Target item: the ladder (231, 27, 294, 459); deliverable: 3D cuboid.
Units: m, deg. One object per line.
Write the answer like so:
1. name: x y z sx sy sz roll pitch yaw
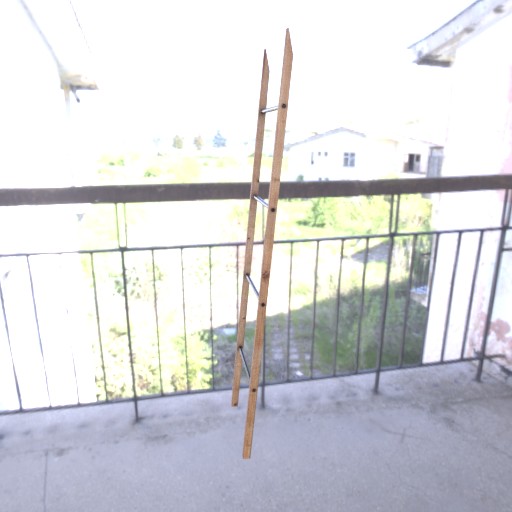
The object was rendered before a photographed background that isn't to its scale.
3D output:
1. ladder: 0.000 0.000 2.016 0.200 1.805 0.442 -3 15 -10
